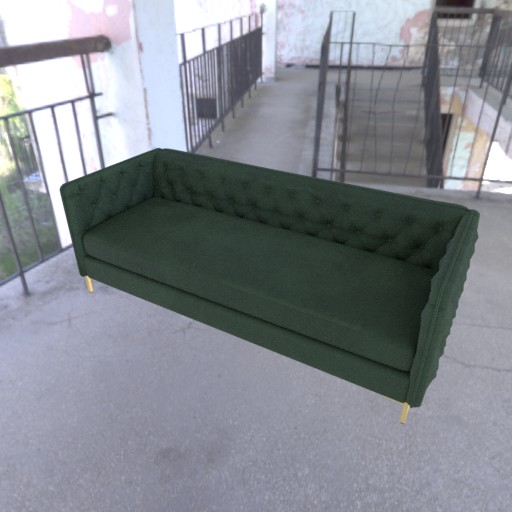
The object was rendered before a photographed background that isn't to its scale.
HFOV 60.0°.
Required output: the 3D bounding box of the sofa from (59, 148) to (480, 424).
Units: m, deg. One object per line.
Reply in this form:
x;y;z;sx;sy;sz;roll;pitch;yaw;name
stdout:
0.000;0.000;2.602;2.209;0.771;0.895;17;34;26;sofa
